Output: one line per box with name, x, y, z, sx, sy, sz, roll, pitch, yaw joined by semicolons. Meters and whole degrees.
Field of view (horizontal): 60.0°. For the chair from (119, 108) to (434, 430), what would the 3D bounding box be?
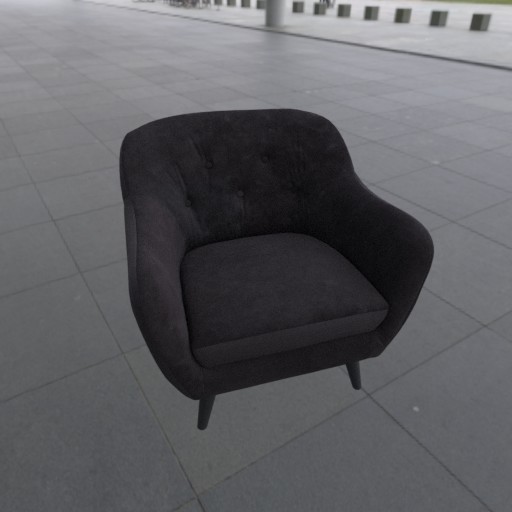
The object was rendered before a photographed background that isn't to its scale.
chair;0.000;0.000;1.520;0.840;0.807;0.819;-9;33;-14
